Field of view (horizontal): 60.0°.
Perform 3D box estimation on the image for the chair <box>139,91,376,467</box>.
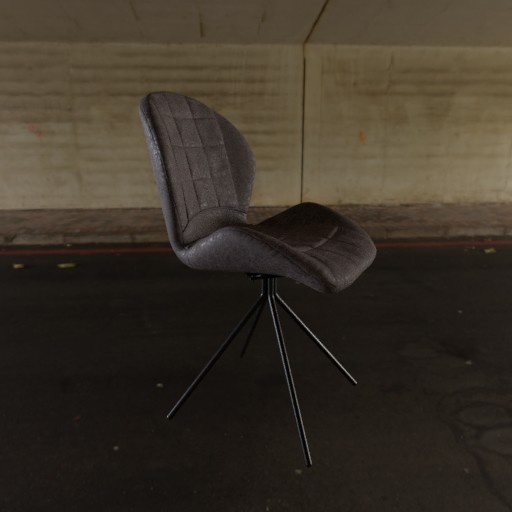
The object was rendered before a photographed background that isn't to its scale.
[{"bbox_3d":[0.000,0.000,1.297,0.640,0.934,0.527,7,16,26],"label":"chair"}]
